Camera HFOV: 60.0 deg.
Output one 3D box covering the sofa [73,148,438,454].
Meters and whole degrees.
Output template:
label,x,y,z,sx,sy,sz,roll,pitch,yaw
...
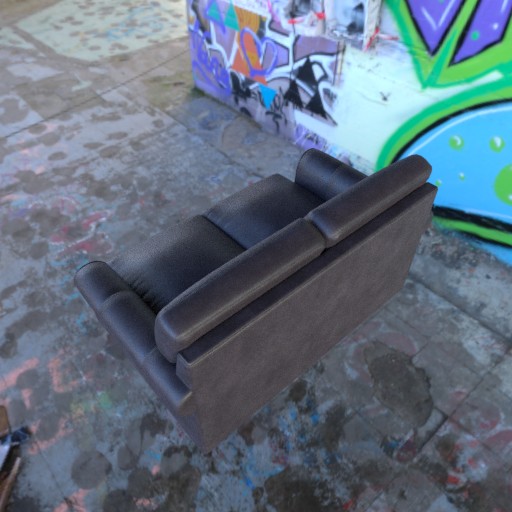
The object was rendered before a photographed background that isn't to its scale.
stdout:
label,x,y,z,sx,sy,sz,roll,pitch,yaw
sofa,0.000,0.000,2.343,1.663,0.979,1.030,-32,53,-28
